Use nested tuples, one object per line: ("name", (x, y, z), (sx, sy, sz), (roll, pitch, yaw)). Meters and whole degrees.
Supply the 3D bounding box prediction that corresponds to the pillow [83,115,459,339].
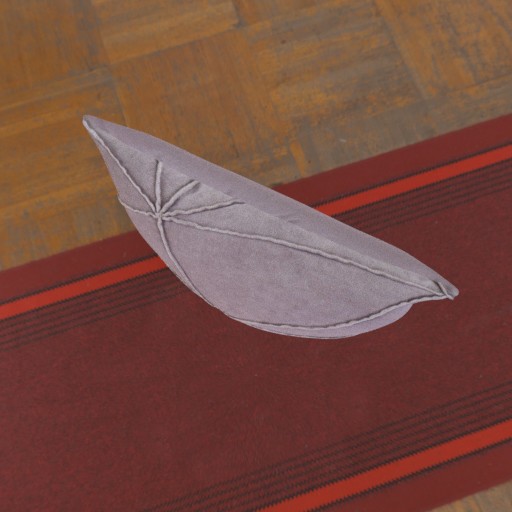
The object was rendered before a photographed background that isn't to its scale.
("pillow", (0.000, 0.000, 0.657), (0.439, 0.440, 0.185), (26, 76, 7))
